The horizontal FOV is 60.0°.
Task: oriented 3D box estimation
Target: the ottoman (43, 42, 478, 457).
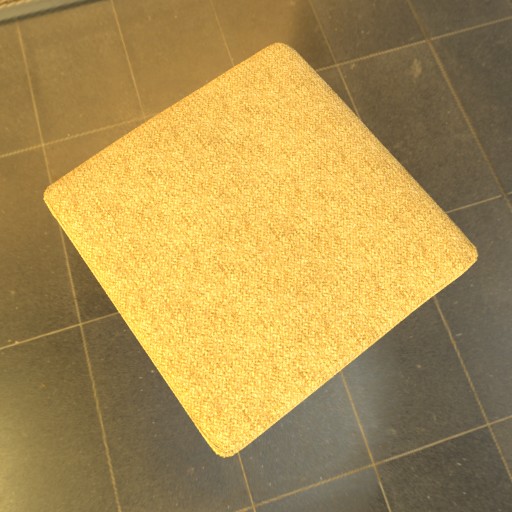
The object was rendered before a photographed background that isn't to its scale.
[{"bbox_3d":[0.000,0.000,0.878,0.505,0.441,0.512,-36,78,-9],"label":"ottoman"}]
